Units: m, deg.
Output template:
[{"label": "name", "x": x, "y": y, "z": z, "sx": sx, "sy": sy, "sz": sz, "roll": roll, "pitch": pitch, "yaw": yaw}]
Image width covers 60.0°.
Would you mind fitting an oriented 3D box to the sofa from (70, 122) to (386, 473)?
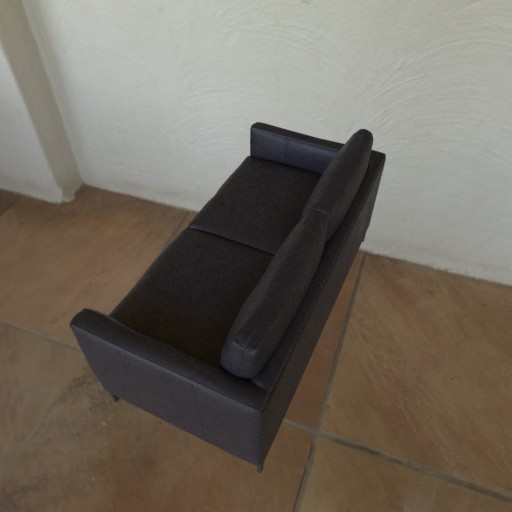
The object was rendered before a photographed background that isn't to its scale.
[{"label": "sofa", "x": 0.000, "y": 0.000, "z": 2.360, "sx": 0.947, "sy": 0.883, "sz": 1.805, "roll": 17, "pitch": 49, "yaw": 16}]
